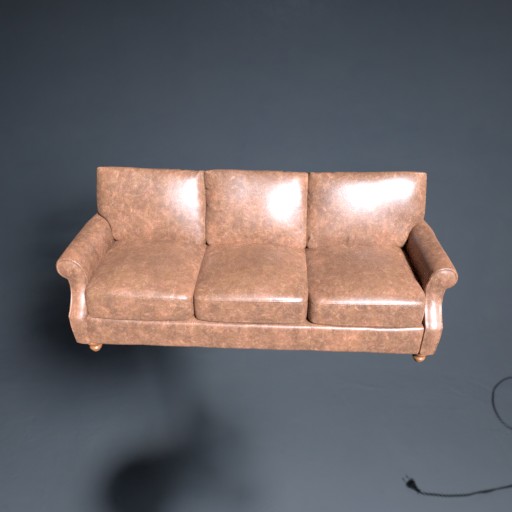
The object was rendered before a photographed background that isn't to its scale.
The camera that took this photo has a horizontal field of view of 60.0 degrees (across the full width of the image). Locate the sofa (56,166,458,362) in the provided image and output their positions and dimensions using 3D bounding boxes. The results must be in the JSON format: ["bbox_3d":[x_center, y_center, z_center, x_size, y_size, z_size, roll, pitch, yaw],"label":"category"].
[{"bbox_3d":[0.000,0.000,2.898,2.351,0.977,0.973,1,30,2],"label":"sofa"}]
